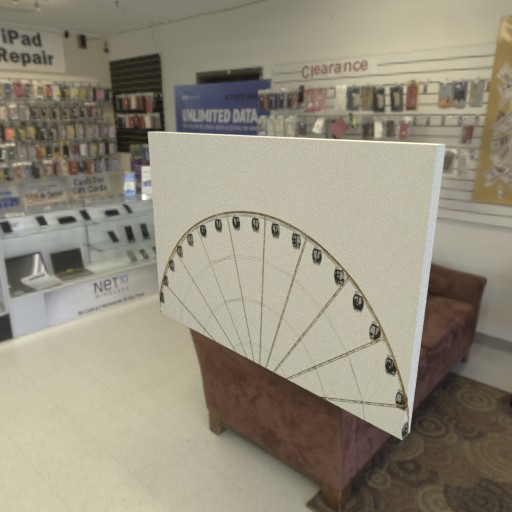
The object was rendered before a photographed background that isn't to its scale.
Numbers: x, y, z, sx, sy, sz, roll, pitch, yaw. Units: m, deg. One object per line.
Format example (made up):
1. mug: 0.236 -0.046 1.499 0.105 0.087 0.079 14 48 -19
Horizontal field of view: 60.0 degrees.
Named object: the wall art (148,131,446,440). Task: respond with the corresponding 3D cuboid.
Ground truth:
1. wall art: 0.000 0.000 1.151 0.038 0.601 0.898 -17 24 -42
